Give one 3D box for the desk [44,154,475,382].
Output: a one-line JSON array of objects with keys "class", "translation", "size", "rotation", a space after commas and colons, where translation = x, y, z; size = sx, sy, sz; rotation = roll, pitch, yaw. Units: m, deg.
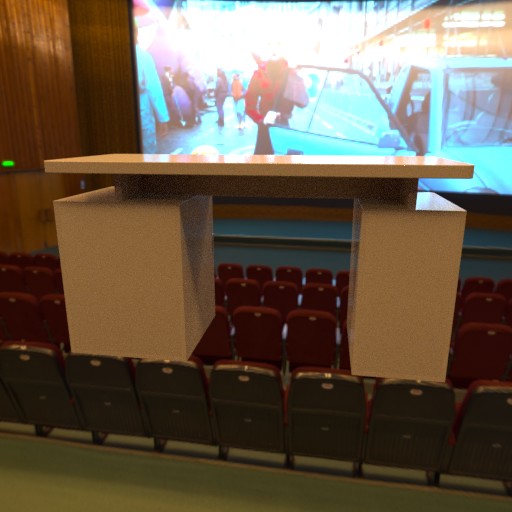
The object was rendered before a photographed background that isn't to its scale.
[{"class": "desk", "translation": [0.000, 0.000, 1.767], "size": [1.400, 0.762, 0.550], "rotation": [2, 16, 9]}]
